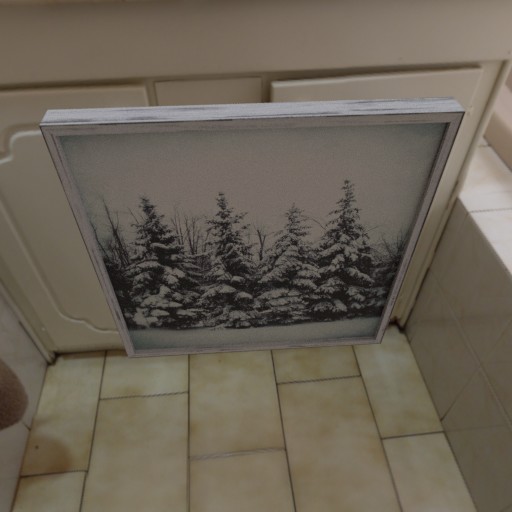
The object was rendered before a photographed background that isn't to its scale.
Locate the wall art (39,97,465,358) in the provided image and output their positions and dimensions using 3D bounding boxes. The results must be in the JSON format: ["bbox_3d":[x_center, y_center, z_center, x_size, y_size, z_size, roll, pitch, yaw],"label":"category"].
[{"bbox_3d":[0.000,0.000,0.719,0.506,0.506,0.038,-3,46,-3],"label":"wall art"}]
